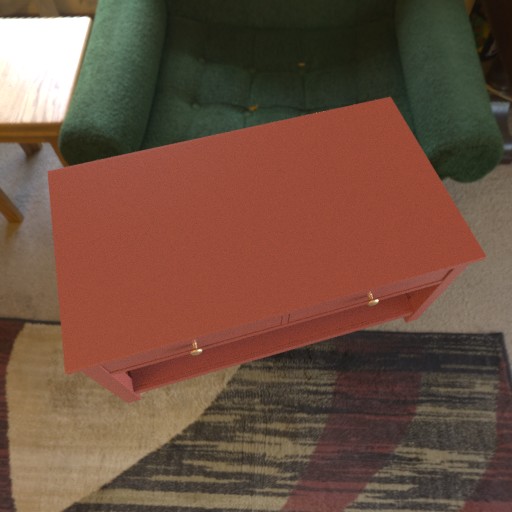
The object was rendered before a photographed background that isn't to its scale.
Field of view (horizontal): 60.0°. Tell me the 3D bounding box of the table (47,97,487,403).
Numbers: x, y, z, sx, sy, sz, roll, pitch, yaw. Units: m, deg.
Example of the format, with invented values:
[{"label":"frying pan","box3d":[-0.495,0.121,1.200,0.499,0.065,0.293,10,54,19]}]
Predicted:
[{"label":"table","box3d":[0.000,0.000,1.420,1.068,0.493,0.612,-14,63,-7]}]
